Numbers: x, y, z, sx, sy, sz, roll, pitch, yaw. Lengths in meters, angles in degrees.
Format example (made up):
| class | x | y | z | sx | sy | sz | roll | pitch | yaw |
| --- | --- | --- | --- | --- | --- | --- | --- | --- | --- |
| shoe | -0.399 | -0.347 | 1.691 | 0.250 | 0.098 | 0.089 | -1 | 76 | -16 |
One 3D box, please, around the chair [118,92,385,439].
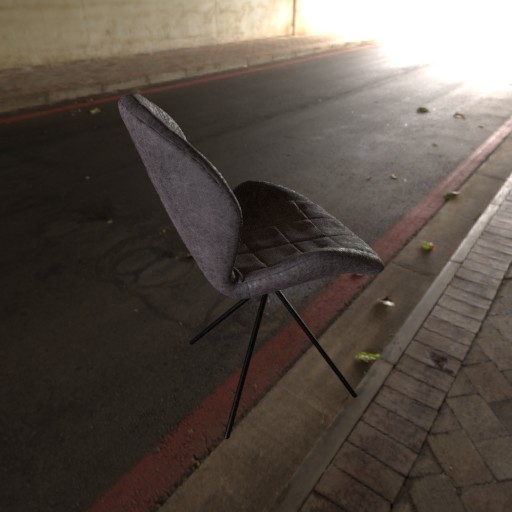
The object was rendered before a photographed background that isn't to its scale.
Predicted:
| class | x | y | z | sx | sy | sz | roll | pitch | yaw |
| --- | --- | --- | --- | --- | --- | --- | --- | --- | --- |
| chair | 0.000 | 0.000 | 1.292 | 0.640 | 0.934 | 0.527 | -11 | 33 | -18 |
